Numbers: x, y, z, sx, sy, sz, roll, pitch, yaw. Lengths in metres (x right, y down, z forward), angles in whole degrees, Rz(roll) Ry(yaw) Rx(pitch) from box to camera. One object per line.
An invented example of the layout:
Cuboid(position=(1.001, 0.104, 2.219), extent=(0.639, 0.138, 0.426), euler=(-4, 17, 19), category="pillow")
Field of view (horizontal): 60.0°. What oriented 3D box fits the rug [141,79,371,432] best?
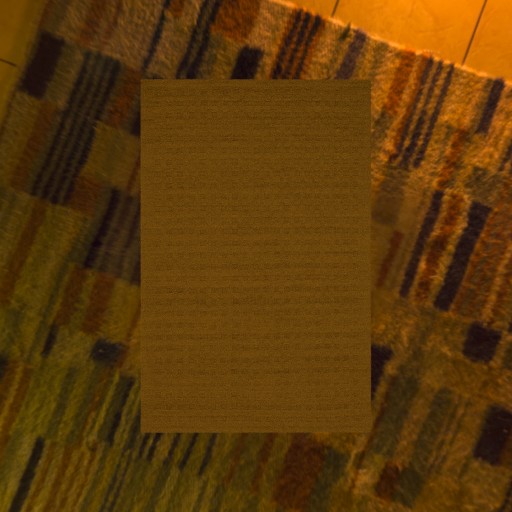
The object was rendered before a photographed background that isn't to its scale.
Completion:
Cuboid(position=(0.000, 0.000, 2.202), extent=(1.142, 0.006, 1.752), euler=(0, 90, 0), category="rug")
